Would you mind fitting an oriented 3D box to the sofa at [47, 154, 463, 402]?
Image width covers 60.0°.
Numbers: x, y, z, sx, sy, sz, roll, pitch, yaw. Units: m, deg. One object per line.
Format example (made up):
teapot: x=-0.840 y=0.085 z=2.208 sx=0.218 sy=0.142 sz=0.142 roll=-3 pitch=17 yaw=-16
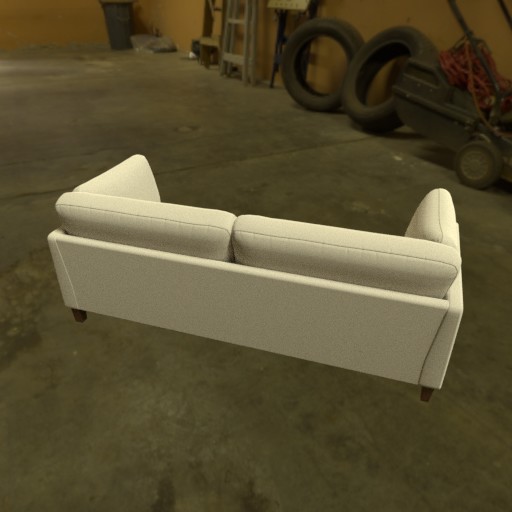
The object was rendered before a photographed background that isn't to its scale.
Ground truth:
sofa: x=0.000 y=0.000 z=2.735 sx=2.301 sy=0.863 sz=0.957 roll=9 pitch=32 yaw=15
